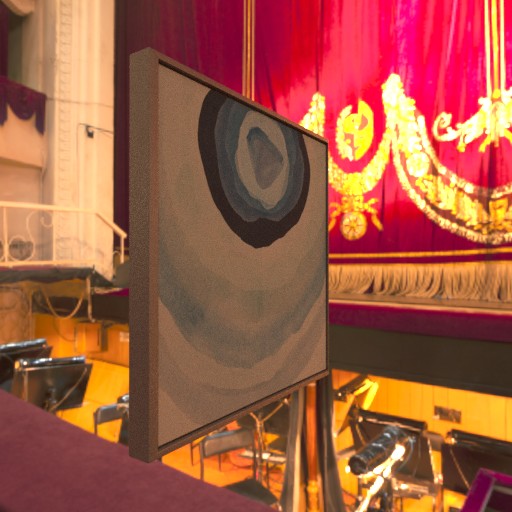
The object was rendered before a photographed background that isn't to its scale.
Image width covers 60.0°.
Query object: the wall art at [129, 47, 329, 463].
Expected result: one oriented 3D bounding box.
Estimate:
[{"bbox_3d":[0.000,0.000,0.520,0.028,0.349,0.349,0,-1,35],"label":"wall art"}]
